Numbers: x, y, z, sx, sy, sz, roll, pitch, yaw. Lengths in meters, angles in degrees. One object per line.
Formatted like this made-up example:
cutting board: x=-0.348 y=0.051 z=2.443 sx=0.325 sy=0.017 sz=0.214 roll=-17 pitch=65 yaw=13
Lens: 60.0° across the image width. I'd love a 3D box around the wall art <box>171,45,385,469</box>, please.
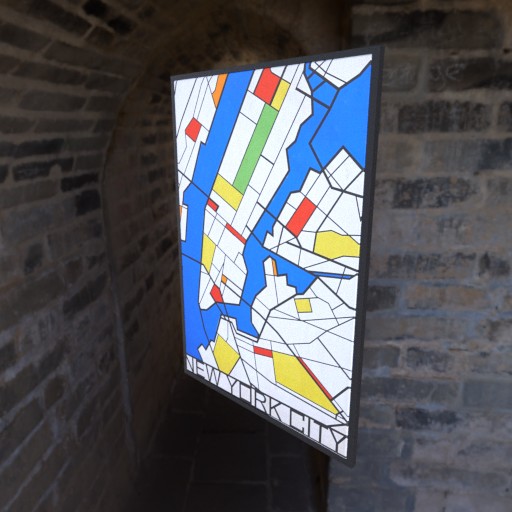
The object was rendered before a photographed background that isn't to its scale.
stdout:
wall art: x=0.000 y=0.000 z=0.823 sx=0.460 sy=0.660 sz=0.013 roll=14 pitch=21 yaw=42
